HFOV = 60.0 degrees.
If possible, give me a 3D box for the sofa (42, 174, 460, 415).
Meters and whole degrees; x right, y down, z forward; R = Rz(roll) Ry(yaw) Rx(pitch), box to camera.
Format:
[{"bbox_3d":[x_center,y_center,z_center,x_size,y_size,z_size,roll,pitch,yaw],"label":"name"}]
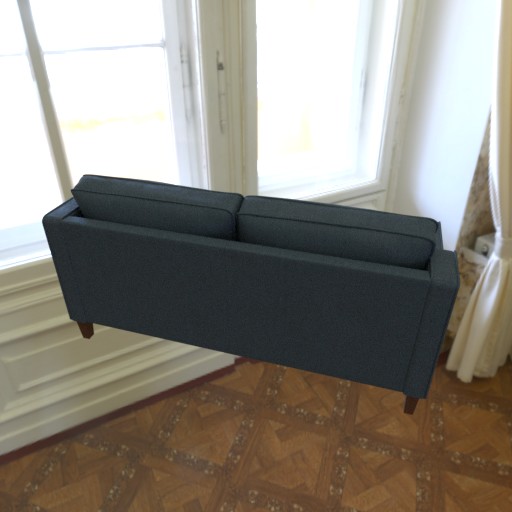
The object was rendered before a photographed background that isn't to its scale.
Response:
[{"bbox_3d":[0.000,0.000,2.799,2.178,1.071,1.066,9,32,15],"label":"sofa"}]
